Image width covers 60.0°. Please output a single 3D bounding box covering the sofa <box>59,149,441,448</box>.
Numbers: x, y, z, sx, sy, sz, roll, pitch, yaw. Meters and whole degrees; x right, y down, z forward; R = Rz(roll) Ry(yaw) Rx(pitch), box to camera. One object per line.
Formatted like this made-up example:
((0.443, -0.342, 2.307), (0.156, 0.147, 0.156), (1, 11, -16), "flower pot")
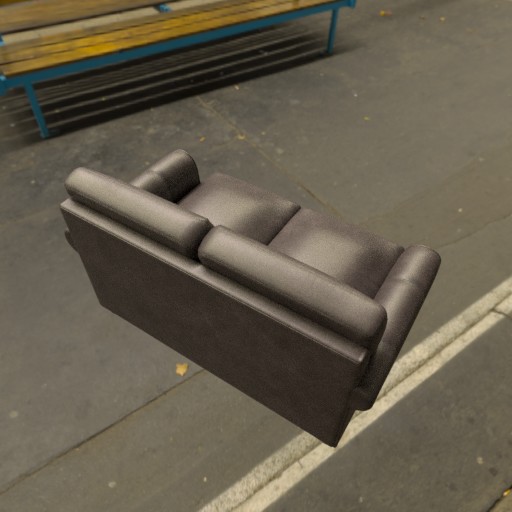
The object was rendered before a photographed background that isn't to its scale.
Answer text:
((0.000, 0.000, 2.301), (1.663, 0.979, 1.030), (25, 52, 22), "sofa")
